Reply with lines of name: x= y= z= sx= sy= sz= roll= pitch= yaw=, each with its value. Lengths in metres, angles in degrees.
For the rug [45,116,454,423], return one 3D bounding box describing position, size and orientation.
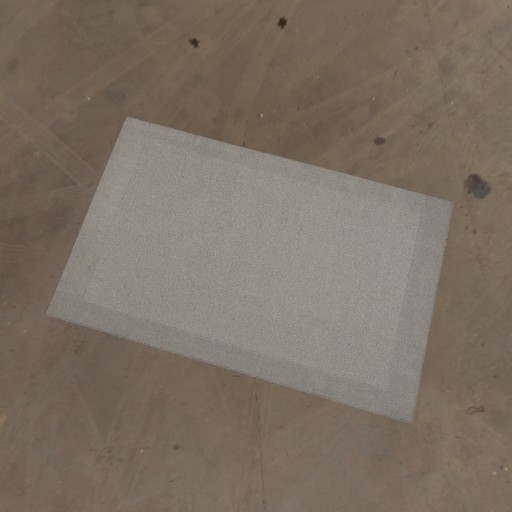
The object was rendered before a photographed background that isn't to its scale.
rug: x=0.000 y=0.000 z=3.002 sx=2.438 sy=0.014 sz=1.524 roll=16 pitch=76 yaw=4
